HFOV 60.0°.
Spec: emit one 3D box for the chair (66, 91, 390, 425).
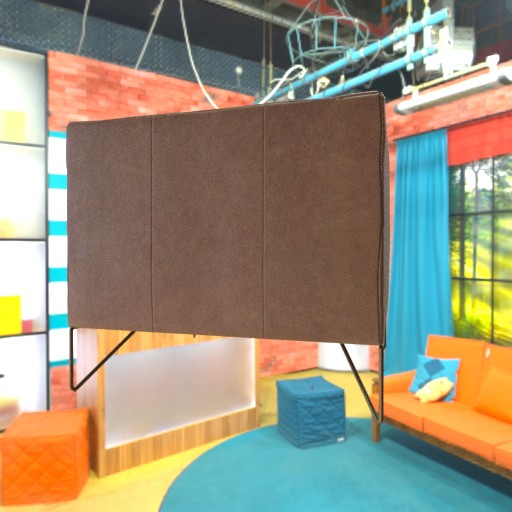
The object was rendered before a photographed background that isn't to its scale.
[{"bbox_3d":[0.000,0.000,1.588,0.920,0.797,0.912,0,1,17],"label":"chair"}]
